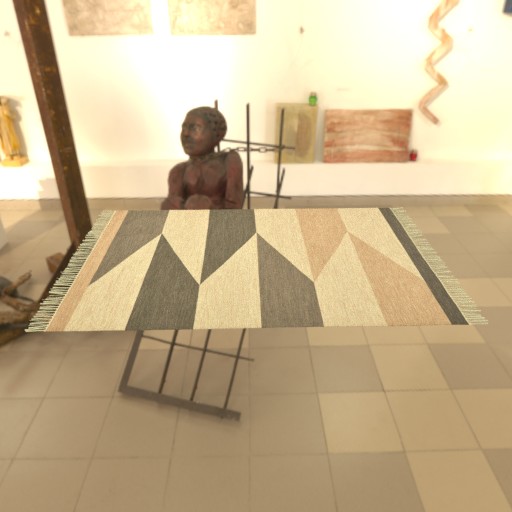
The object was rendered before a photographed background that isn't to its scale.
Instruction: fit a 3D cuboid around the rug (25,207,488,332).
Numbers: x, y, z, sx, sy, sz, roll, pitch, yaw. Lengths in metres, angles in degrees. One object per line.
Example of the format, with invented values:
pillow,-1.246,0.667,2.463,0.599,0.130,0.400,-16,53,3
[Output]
rug,0.000,0.000,2.428,2.021,0.027,1.224,-1,31,-1
